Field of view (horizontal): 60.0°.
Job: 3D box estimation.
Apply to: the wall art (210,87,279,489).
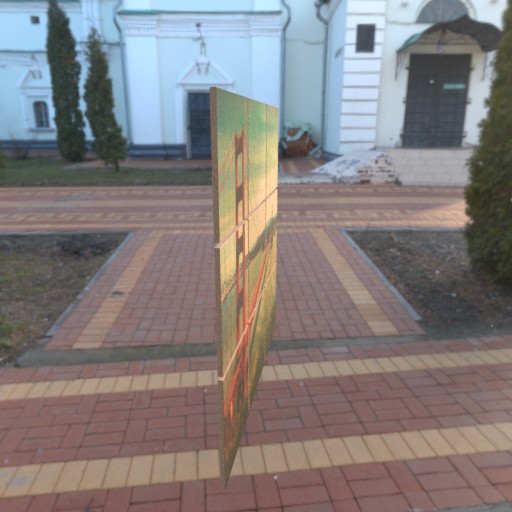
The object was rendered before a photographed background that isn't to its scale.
[{"bbox_3d":[0.000,0.000,1.826,0.016,1.207,1.217,3,16,10],"label":"wall art"}]
